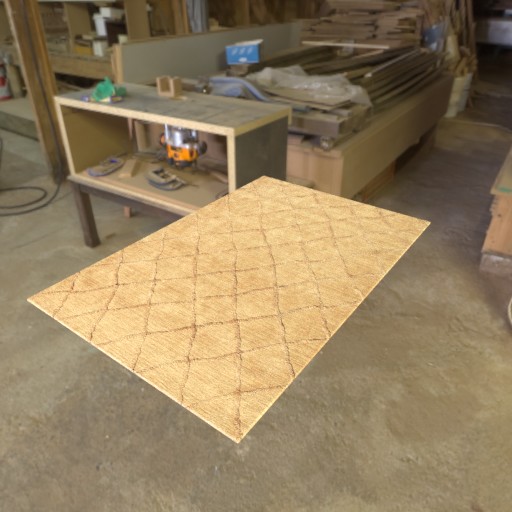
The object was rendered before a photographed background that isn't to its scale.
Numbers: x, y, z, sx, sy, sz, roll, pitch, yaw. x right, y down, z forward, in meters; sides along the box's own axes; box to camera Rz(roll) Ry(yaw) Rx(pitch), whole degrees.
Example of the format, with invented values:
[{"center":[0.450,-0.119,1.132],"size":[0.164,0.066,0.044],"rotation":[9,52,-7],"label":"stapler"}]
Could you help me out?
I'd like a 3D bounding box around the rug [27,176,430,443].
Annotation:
[{"center":[0.000,0.000,2.900],"size":[1.528,0.014,2.292],"rotation":[22,38,30],"label":"rug"}]
